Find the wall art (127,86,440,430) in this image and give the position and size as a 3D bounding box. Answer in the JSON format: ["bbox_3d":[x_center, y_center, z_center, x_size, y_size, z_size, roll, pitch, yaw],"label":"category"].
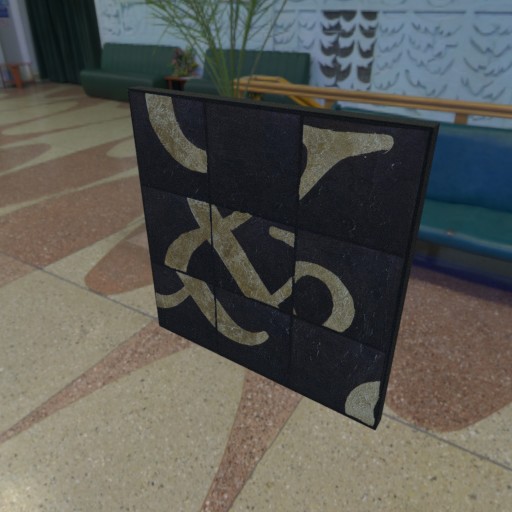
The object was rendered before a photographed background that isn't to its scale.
[{"bbox_3d":[0.000,0.000,1.138,0.758,0.758,0.044,18,34,29],"label":"wall art"}]
